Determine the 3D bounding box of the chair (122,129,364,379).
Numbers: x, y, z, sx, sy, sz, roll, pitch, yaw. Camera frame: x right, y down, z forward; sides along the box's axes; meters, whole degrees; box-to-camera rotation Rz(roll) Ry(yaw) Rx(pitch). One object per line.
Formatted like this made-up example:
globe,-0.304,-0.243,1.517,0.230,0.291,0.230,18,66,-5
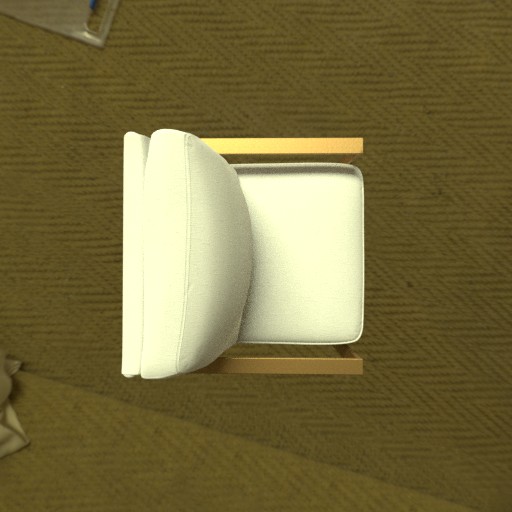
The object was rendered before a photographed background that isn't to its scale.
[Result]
chair,0.000,0.000,1.604,0.813,0.966,0.805,0,90,-1
